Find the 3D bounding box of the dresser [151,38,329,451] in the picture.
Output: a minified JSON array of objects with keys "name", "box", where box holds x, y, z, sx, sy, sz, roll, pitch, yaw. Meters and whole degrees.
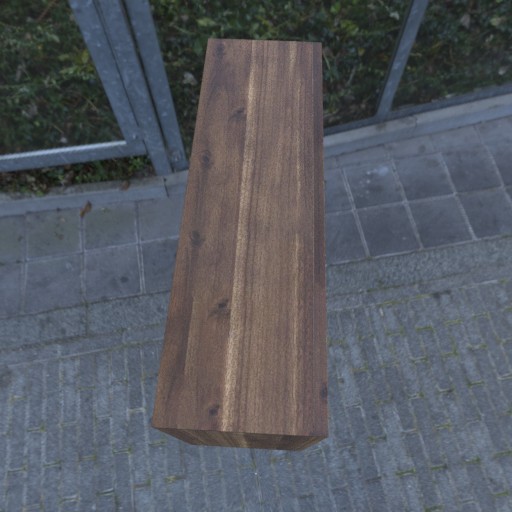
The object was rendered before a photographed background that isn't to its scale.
[{"name":"dresser","box":[0.000,0.000,1.776,0.438,0.892,1.387,3,64,1]}]
